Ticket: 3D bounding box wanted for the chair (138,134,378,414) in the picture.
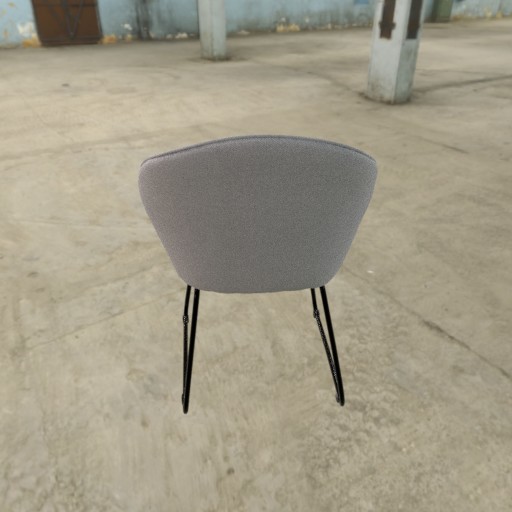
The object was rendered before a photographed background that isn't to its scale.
[{"bbox_3d":[0.000,0.000,1.208,0.570,0.817,0.592,-2,31,-4],"label":"chair"}]
